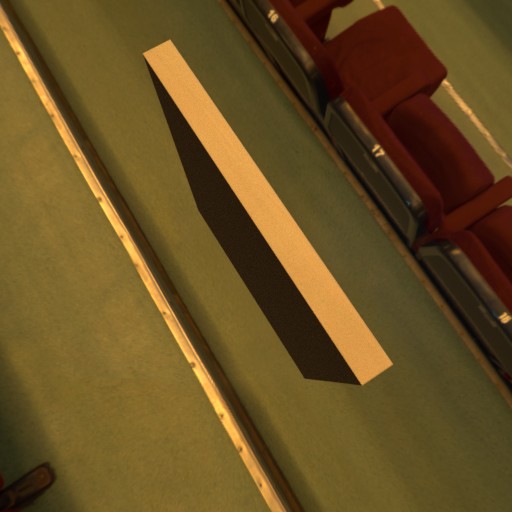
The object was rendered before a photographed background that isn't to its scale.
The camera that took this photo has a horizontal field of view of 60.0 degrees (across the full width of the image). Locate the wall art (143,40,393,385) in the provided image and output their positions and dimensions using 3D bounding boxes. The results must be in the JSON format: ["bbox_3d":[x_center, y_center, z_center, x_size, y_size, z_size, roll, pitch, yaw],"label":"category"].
[{"bbox_3d":[0.000,0.000,0.714,0.037,0.511,0.435,-31,77,-8],"label":"wall art"}]
